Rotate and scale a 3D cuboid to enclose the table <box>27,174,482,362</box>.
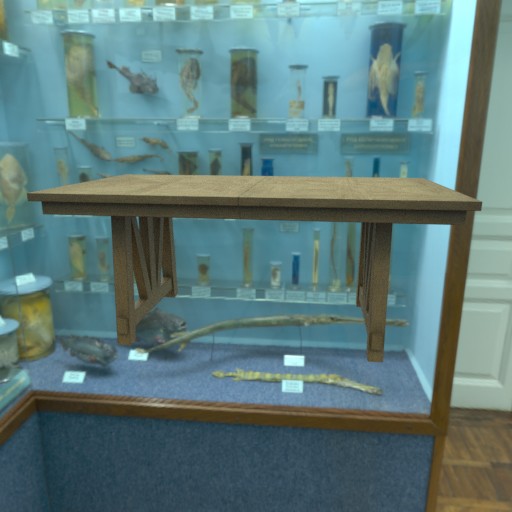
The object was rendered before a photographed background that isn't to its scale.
[{"bbox_3d":[0.000,0.000,2.395,1.881,0.768,1.016,2,15,8],"label":"table"}]
